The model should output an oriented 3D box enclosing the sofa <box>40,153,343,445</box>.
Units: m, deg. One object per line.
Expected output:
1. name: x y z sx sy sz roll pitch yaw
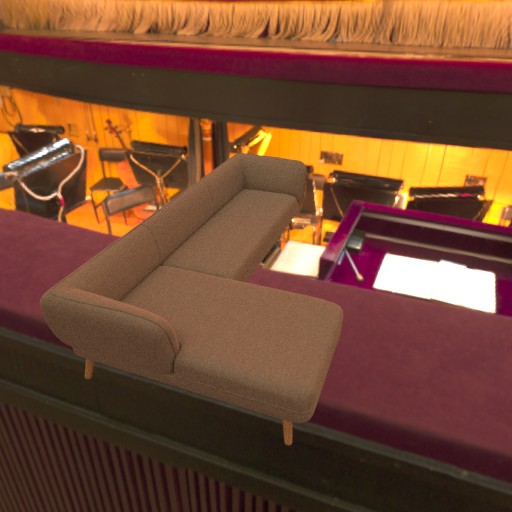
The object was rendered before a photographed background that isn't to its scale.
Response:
1. sofa: 0.000 0.000 3.348 1.532 0.693 2.653 11 32 18
